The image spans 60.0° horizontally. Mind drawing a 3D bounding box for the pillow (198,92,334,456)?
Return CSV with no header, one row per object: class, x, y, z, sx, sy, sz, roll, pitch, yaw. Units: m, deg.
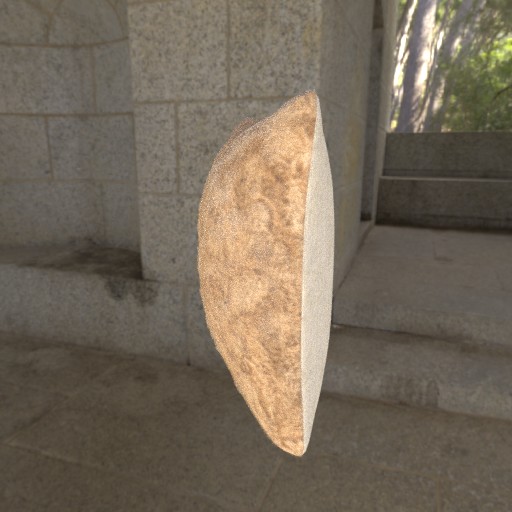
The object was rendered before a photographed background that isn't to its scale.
pillow,0.000,0.000,0.818,0.216,0.525,0.538,-2,14,-9
